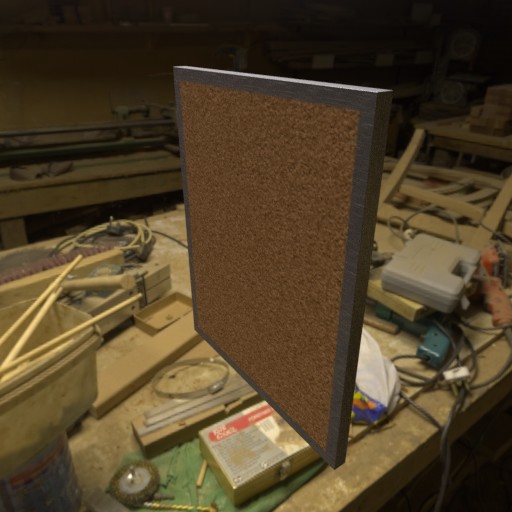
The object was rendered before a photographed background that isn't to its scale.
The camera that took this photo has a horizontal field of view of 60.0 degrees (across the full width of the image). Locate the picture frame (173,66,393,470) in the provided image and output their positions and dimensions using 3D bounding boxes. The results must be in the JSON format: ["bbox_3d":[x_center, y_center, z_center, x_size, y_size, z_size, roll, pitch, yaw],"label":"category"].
[{"bbox_3d":[0.000,0.000,0.739,0.029,0.559,0.454,-18,32,-31],"label":"picture frame"}]
